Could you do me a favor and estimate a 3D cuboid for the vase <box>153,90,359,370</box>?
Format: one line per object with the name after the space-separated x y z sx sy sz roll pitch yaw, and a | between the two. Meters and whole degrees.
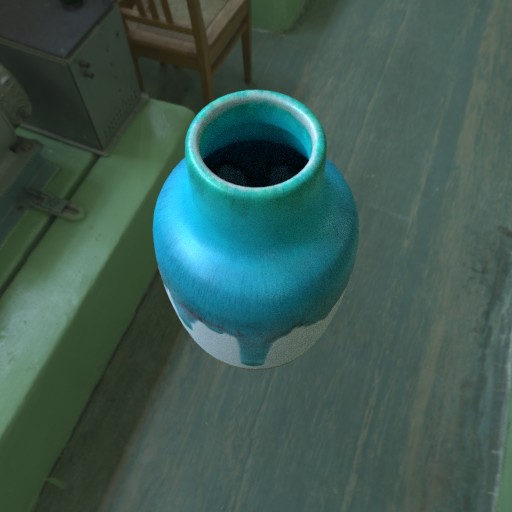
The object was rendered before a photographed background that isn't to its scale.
0.000 0.000 0.249 0.106 0.192 0.106 0 63 0 | vase
